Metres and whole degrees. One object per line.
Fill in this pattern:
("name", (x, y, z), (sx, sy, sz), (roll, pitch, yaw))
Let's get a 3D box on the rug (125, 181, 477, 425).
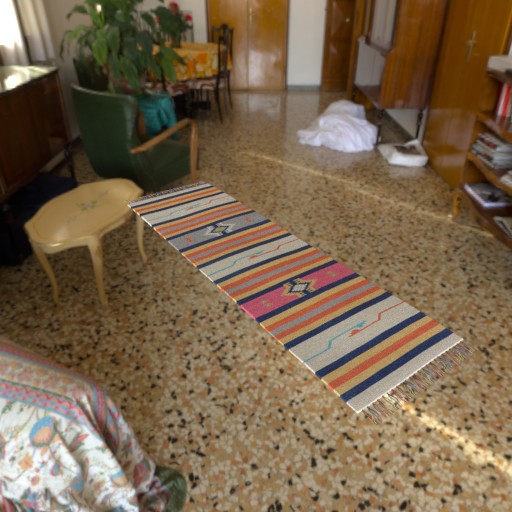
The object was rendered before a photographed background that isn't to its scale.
("rug", (0.000, 0.000, 2.647), (0.695, 0.017, 2.455), (-21, 37, -30))
